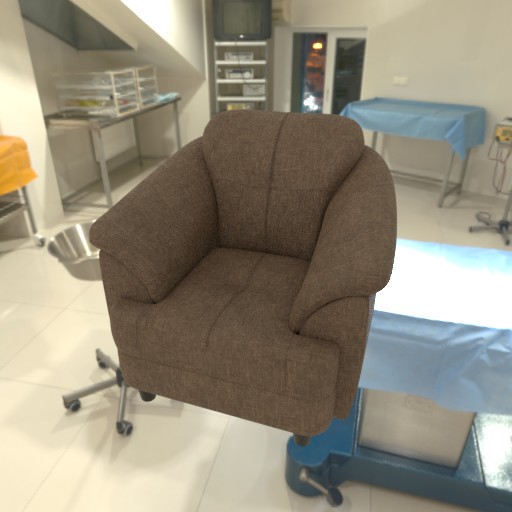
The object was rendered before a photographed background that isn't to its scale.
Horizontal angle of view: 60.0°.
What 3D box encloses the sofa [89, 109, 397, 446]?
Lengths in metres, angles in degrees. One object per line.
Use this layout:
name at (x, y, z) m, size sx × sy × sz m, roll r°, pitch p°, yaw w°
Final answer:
sofa at (0.000, 0.000, 1.466) m, size 0.870 × 0.811 × 0.794 m, roll 9°, pitch 29°, yaw 17°
